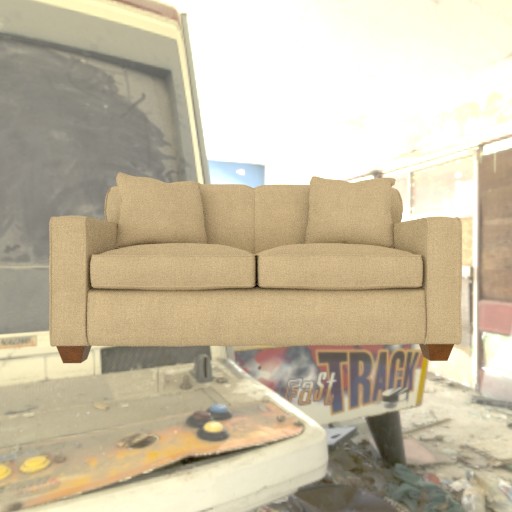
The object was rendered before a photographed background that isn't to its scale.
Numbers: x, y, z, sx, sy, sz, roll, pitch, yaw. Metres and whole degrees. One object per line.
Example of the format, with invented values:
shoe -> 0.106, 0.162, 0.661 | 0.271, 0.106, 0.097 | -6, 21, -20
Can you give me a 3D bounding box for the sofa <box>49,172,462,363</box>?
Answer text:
sofa -> 0.000, 0.000, 2.413 | 1.846, 0.958, 0.998 | 0, 0, -1
